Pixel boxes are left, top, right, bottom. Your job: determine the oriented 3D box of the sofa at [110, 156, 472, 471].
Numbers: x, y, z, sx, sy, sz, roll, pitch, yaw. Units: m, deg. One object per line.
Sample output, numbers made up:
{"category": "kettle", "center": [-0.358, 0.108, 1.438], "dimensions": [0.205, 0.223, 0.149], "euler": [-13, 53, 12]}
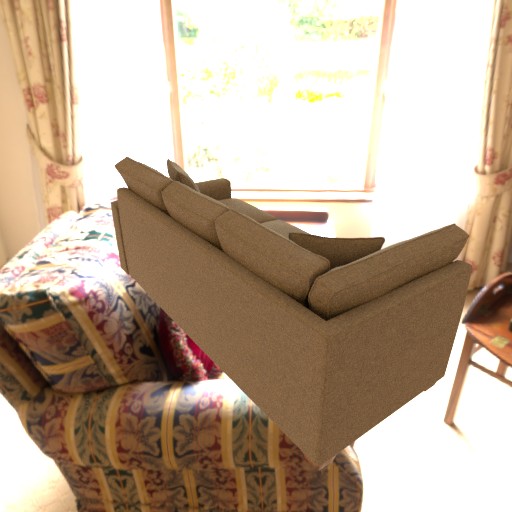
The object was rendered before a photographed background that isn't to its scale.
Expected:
{"category": "sofa", "center": [0.000, 0.000, 2.848], "dimensions": [1.061, 0.962, 2.317], "euler": [-18, 32, -32]}
